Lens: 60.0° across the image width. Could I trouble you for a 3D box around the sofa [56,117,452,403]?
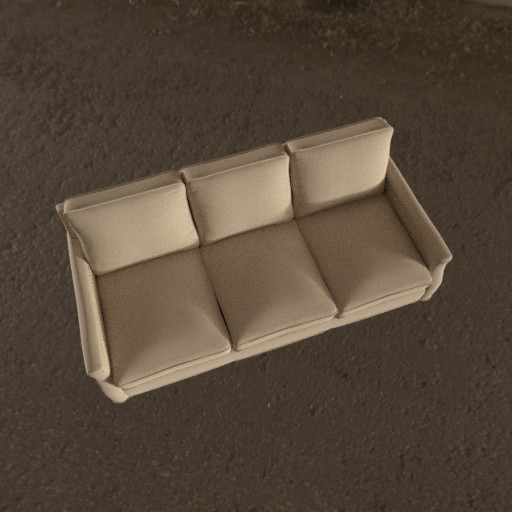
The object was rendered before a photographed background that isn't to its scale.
[{"bbox_3d":[0.000,0.000,2.860,2.246,1.003,1.084,-17,64,-9],"label":"sofa"}]
